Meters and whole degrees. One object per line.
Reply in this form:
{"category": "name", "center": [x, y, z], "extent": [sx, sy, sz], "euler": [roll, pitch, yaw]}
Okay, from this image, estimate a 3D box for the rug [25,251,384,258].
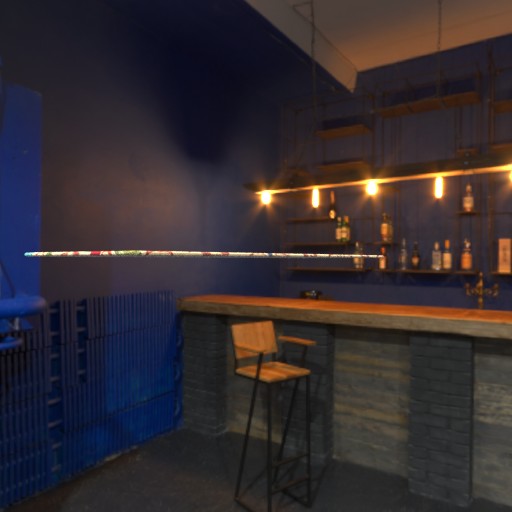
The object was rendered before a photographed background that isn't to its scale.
{"category": "rug", "center": [0.000, 0.000, 2.501], "extent": [0.693, 0.016, 2.273], "euler": [0, -1, 35]}
